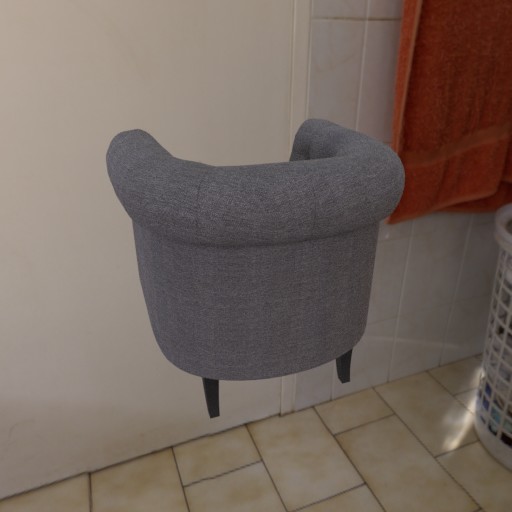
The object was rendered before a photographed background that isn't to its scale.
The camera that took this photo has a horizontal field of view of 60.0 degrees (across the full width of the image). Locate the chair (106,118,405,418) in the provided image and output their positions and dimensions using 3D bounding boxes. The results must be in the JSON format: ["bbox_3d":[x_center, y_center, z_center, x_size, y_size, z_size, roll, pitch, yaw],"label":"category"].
[{"bbox_3d":[0.000,0.000,1.565,0.905,0.827,0.852,-9,28,-18],"label":"chair"}]
